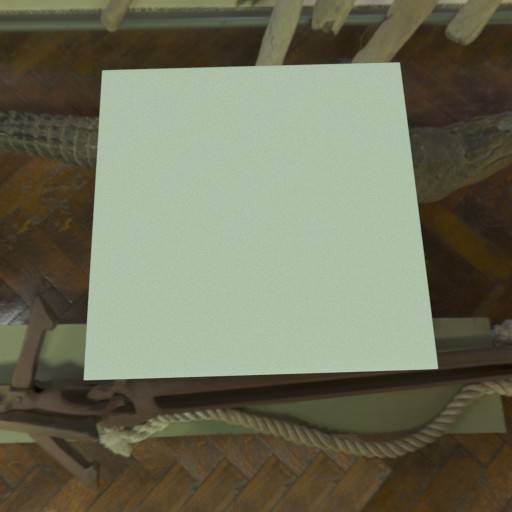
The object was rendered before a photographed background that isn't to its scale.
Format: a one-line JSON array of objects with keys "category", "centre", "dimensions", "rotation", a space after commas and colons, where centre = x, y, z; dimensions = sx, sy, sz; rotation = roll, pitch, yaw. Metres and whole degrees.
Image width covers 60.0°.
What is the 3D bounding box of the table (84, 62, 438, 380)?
[{"category": "table", "centre": [0.000, 0.000, 0.754], "dimensions": [0.381, 0.483, 0.381], "rotation": [-2, 76, 0]}]
